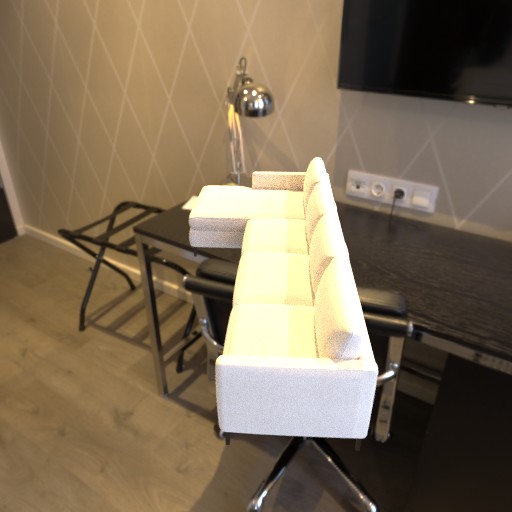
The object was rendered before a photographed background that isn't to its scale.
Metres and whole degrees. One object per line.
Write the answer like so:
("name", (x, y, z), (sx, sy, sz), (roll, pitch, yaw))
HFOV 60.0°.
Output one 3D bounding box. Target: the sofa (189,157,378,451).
("sofa", (0.000, 0.000, 3.794), (1.467, 0.875, 3.186), (2, 30, 3))
